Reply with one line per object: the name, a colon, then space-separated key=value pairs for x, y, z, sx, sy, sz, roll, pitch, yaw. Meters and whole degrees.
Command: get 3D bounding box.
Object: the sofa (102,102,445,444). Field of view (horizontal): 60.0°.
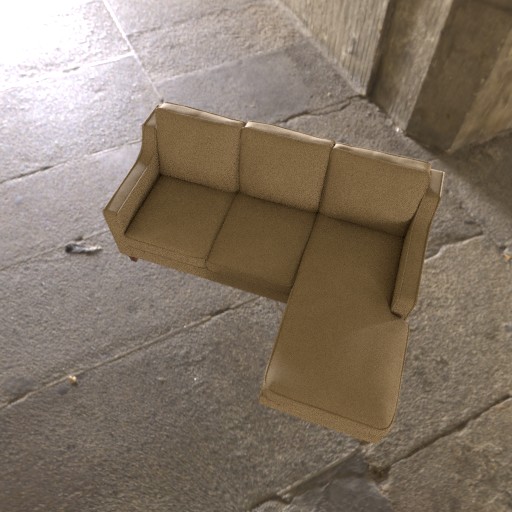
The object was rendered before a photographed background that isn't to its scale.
sofa: x=0.000 y=0.000 z=3.214 sx=2.317 sy=1.066 sz=1.858 roll=16 pitch=59 yaw=10
